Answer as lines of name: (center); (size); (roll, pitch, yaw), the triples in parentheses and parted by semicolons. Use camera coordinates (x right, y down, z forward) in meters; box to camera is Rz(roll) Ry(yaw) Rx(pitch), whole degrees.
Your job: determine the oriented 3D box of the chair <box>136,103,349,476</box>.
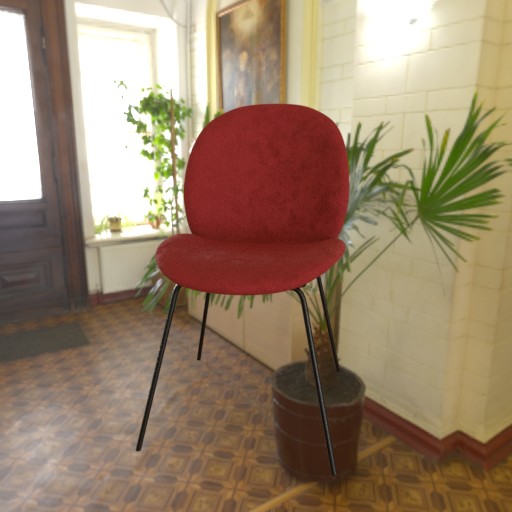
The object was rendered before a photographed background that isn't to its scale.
chair: (0.000, 0.000, 1.128); (0.458, 0.791, 0.587); (2, 13, 10)
